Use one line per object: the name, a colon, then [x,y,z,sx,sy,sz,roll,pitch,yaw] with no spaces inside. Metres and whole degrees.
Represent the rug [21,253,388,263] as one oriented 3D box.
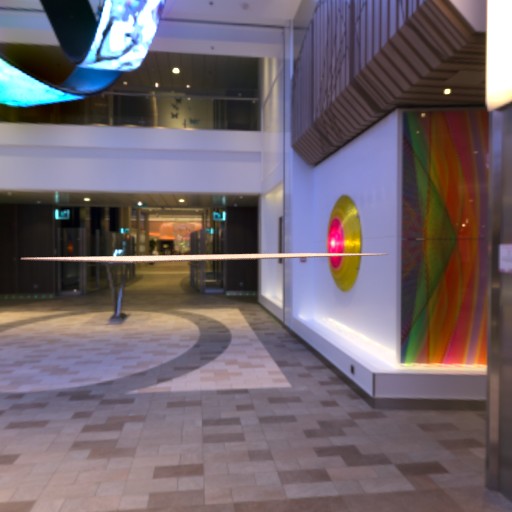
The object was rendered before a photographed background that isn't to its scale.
rug: [0.000,0.000,2.696,0.762,0.008,2.439,1,1,36]
